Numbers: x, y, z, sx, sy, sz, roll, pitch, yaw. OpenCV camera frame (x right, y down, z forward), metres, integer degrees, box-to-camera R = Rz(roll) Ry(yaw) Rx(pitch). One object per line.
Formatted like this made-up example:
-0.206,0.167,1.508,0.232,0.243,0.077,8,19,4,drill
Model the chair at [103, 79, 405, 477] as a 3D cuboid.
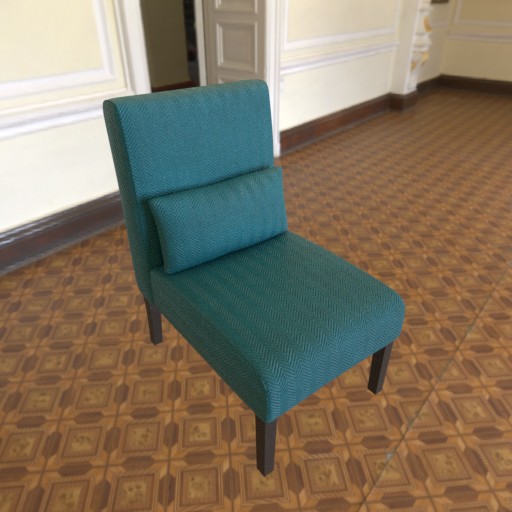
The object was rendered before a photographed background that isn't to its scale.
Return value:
0.000,0.000,1.426,0.579,0.927,0.808,-22,38,-31,chair
